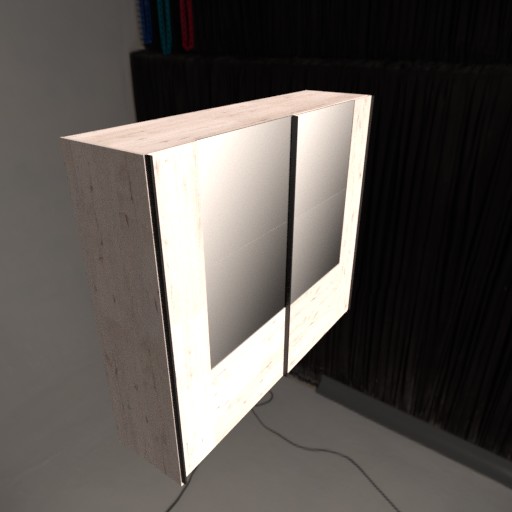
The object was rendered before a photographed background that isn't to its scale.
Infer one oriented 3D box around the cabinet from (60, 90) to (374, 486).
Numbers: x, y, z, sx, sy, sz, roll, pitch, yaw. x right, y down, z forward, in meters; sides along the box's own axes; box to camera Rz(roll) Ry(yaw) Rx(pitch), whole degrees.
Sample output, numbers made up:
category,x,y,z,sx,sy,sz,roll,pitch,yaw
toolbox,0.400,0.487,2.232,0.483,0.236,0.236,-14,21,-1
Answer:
category,x,y,z,sx,sy,sz,roll,pitch,yaw
cabinet,0.000,0.000,3.471,0.660,2.180,2.500,18,32,31
